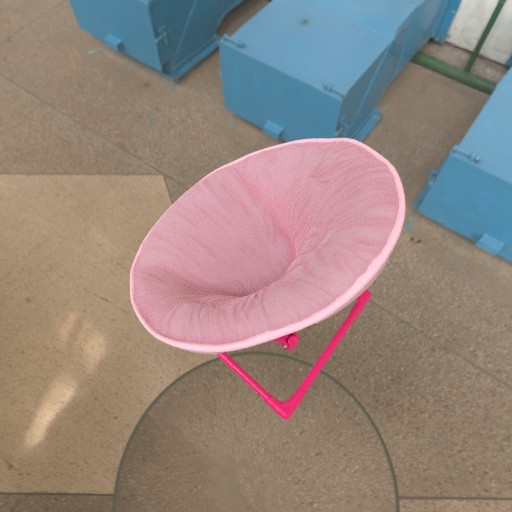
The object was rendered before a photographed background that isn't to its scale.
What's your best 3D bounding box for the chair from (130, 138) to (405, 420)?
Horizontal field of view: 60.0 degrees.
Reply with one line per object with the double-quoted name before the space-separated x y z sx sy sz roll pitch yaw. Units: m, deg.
"chair" 0.000 0.000 0.903 0.459 0.494 0.522 33 67 16
